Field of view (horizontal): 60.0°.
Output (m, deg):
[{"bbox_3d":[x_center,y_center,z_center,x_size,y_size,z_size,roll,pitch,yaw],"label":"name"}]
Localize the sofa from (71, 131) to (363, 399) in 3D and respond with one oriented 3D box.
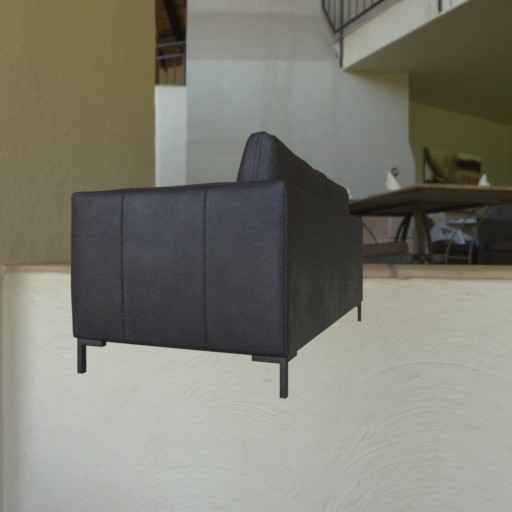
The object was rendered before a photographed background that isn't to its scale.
[{"bbox_3d":[0.000,0.000,2.338,0.947,0.883,1.805,0,1,19],"label":"sofa"}]
